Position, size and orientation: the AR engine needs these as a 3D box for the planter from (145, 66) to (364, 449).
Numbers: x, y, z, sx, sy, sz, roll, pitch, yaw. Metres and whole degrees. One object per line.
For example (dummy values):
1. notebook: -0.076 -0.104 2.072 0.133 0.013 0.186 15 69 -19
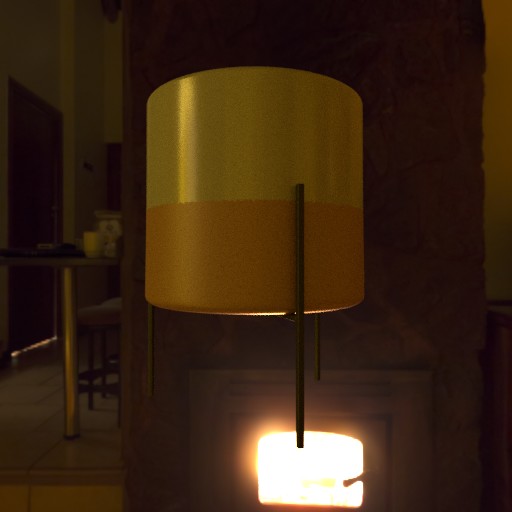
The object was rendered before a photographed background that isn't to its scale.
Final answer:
1. planter: 0.000 0.000 0.720 0.348 0.480 0.360 0 0 -18
